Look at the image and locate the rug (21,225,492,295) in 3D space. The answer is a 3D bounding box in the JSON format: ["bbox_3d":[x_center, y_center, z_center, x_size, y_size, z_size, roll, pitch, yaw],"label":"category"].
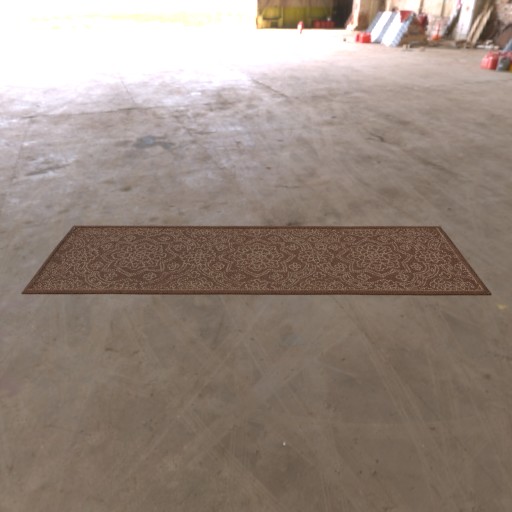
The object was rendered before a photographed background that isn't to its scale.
[{"bbox_3d":[0.000,0.000,2.621,2.448,0.012,0.769,0,31,0],"label":"rug"}]
